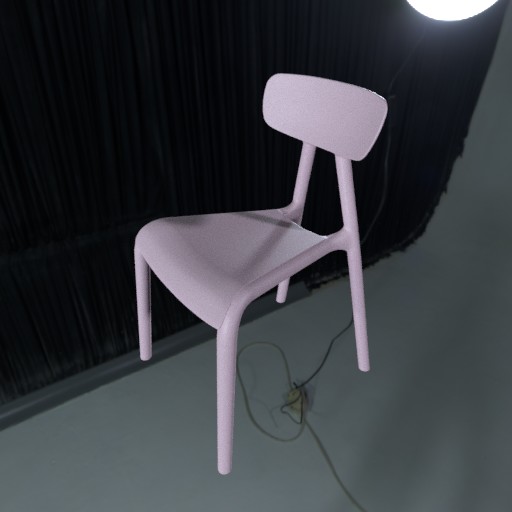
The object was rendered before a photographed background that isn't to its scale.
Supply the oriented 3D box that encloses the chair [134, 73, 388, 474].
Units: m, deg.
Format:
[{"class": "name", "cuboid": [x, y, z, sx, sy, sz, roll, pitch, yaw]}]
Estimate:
[{"class": "chair", "cuboid": [0.000, 0.000, 0.833, 0.401, 0.580, 0.356, -21, 38, -30]}]
